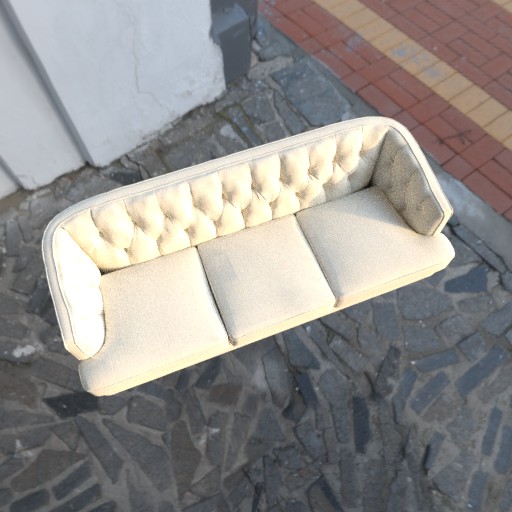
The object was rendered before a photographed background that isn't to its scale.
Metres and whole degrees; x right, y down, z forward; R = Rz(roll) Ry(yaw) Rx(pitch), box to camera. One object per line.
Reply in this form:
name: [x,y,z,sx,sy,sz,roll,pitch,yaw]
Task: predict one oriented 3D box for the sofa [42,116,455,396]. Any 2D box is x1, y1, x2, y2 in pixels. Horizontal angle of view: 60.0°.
sofa: [0.000,0.000,2.711,2.278,0.855,0.941,-19,65,-9]
